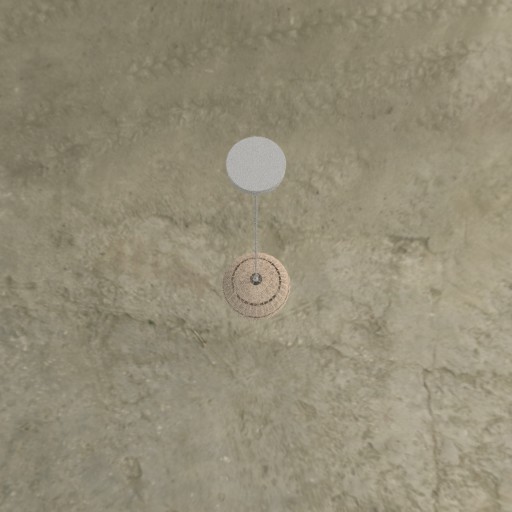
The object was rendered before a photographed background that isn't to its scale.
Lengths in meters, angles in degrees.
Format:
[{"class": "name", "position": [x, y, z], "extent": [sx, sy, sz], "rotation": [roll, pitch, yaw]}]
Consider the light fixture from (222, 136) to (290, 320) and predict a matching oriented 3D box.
[{"class": "light fixture", "position": [0.000, 0.000, 2.210], "extent": [0.457, 2.019, 0.457], "rotation": [34, 78, 8]}]
